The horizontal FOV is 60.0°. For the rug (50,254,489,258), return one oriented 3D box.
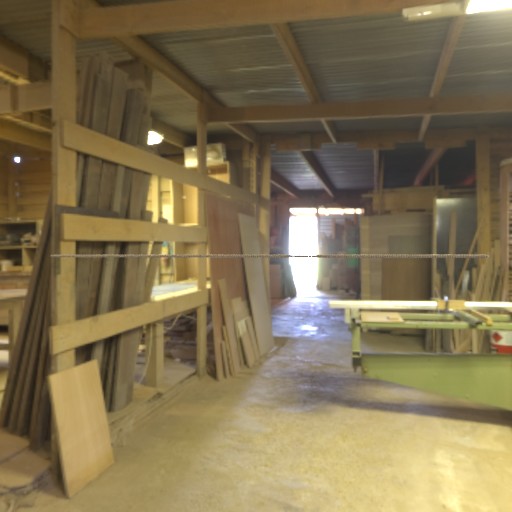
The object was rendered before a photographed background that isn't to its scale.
[{"bbox_3d":[0.000,0.000,2.533,2.276,0.014,0.678,0,0,17],"label":"rug"}]
